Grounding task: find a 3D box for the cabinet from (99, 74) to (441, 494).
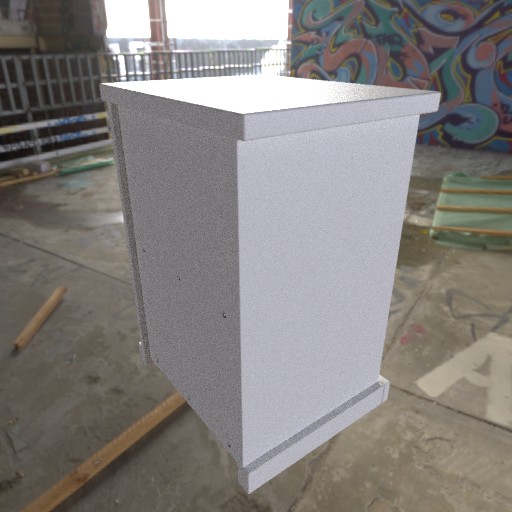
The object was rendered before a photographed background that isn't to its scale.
[{"bbox_3d":[0.000,0.000,1.012,0.431,0.723,0.520,-18,32,-33],"label":"cabinet"}]
